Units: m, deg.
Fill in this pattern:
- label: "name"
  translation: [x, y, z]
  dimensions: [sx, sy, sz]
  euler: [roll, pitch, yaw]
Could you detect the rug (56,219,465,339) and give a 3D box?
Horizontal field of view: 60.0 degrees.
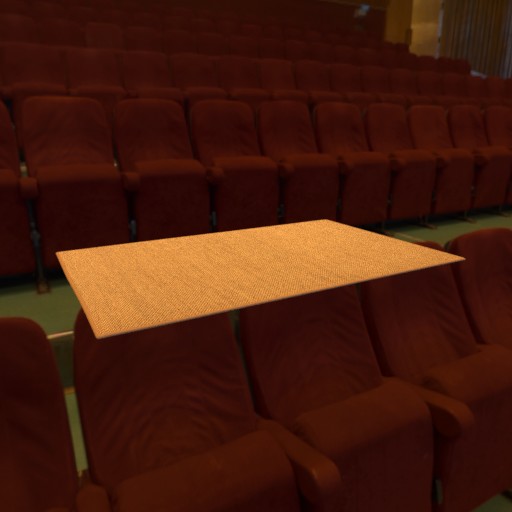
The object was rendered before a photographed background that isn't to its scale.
- label: "rug"
  translation: [0.000, 0.000, 2.126]
  dimensions: [1.668, 0.012, 1.061]
  euler: [-9, 18, -28]
